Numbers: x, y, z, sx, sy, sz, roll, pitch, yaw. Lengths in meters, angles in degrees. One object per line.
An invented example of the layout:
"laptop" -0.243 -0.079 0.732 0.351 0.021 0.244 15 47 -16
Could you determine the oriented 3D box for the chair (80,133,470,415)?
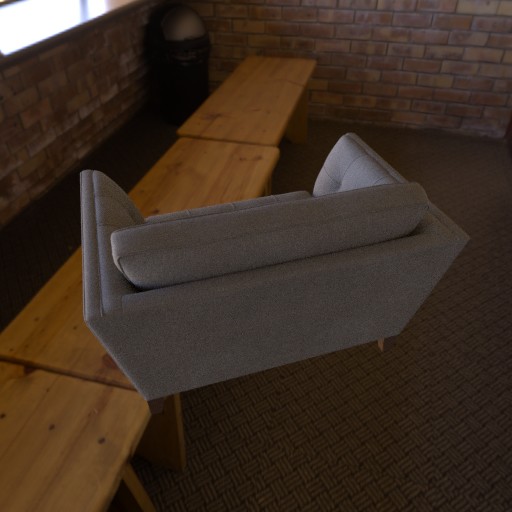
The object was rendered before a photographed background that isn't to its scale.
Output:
"chair" 0.000 0.000 2.043 1.396 0.942 0.965 -11 41 -13
